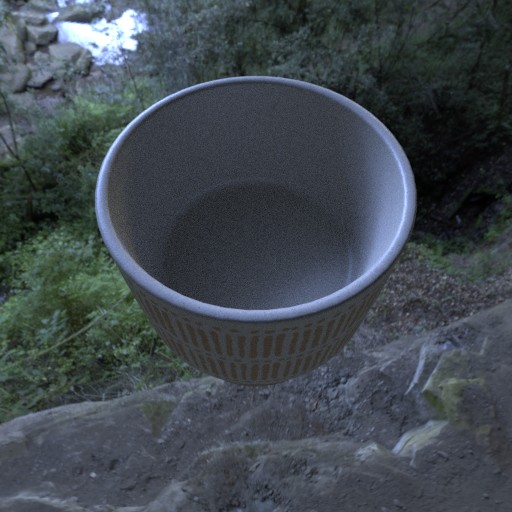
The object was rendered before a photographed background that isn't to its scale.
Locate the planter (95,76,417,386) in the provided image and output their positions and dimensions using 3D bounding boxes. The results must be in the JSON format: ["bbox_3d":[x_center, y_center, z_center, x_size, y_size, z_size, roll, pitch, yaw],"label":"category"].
[{"bbox_3d":[0.000,0.000,0.569,0.317,0.303,0.317,0,58,0],"label":"planter"}]
